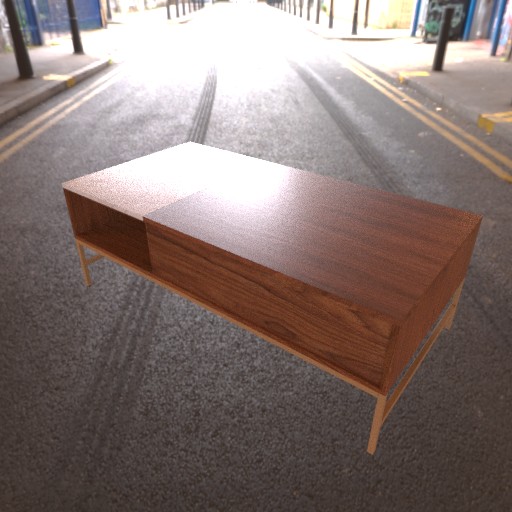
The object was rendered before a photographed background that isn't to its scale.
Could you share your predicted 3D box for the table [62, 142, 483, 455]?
[{"bbox_3d":[0.000,0.000,1.953,1.553,0.551,0.789,22,37,32],"label":"table"}]
